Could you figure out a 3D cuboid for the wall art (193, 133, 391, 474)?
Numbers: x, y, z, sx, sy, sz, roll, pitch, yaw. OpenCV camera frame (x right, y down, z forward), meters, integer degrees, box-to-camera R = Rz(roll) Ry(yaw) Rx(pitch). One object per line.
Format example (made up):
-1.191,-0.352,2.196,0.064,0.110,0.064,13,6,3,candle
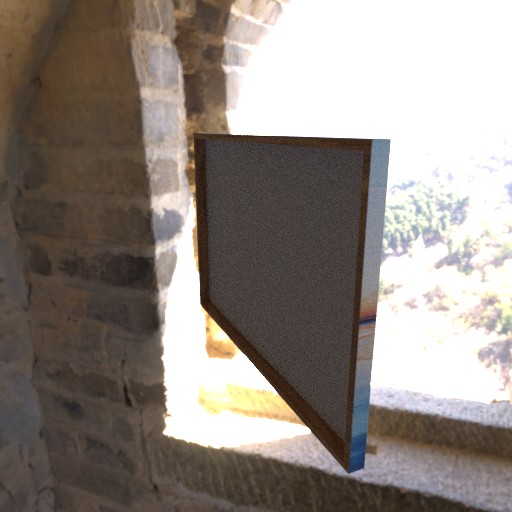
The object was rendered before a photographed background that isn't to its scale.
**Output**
0.000,0.000,1.148,0.037,0.605,0.911,-7,18,-24,wall art
